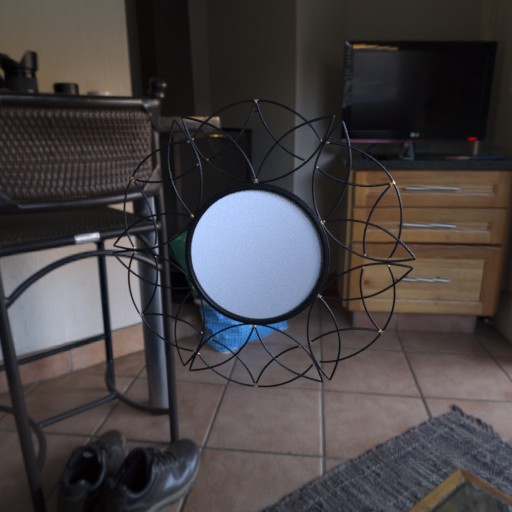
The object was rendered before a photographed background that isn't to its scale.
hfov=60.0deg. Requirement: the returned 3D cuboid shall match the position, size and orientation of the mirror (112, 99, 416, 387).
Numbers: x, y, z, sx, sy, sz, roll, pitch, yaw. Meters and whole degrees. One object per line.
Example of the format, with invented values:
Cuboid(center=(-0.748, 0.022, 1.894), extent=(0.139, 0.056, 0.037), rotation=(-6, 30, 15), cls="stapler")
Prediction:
Cuboid(center=(0.000, 0.000, 1.156), extent=(0.797, 0.775, 0.028), rotation=(2, 15, 9), cls="mirror")
